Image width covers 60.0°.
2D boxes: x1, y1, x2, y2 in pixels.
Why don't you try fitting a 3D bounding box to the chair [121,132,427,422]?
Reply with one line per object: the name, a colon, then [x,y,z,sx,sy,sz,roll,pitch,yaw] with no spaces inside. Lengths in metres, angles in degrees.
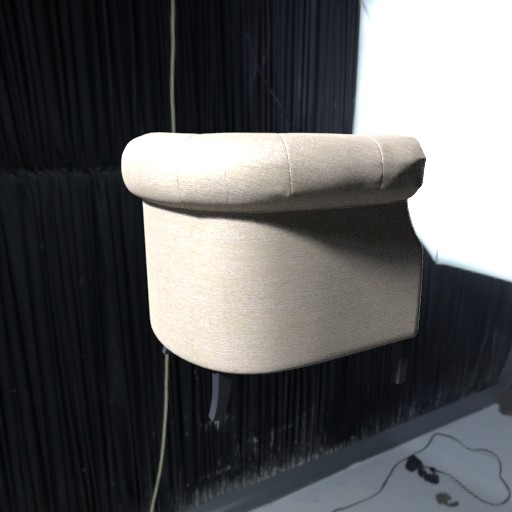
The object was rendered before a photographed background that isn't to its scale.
chair: [0.000,0.000,1.553,0.852,0.827,0.905,-8,16,-27]
